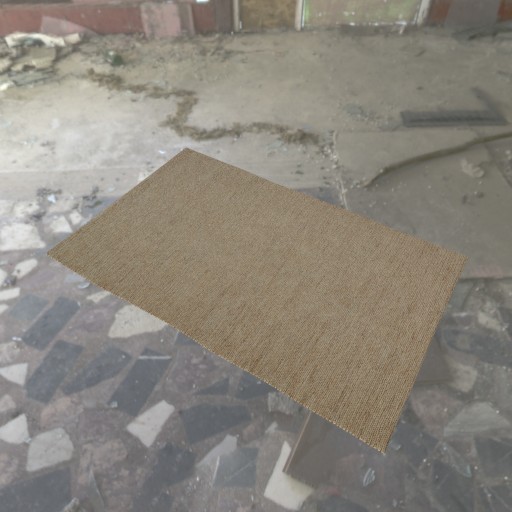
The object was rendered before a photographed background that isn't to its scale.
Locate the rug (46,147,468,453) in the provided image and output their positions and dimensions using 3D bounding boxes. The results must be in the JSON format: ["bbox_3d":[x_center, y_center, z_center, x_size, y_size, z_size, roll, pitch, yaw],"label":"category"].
[{"bbox_3d":[0.000,0.000,3.011,2.439,0.011,1.533,25,52,22],"label":"rug"}]
